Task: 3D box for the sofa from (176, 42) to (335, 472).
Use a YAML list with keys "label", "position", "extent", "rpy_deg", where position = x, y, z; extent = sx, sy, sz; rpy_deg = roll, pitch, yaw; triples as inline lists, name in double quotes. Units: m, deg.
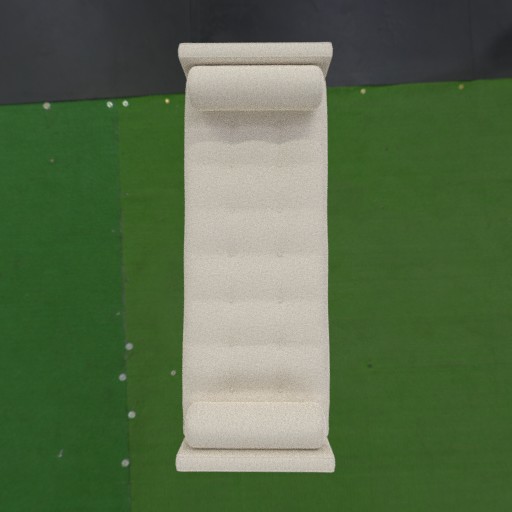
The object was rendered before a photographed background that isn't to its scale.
- label: "sofa"
  position: [0.000, 0.000, 2.328]
  extent: [0.746, 0.641, 1.985]
  rpy_deg: [0, 88, 1]
